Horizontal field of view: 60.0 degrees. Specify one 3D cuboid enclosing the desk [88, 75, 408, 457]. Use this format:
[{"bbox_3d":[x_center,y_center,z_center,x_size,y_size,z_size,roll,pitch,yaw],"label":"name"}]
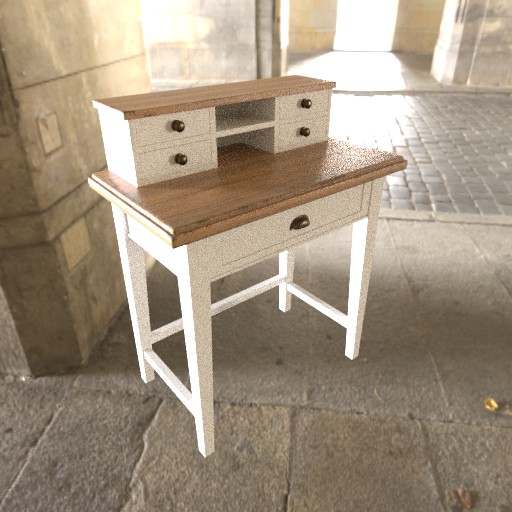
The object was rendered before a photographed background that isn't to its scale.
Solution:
[{"bbox_3d":[0.000,0.000,1.425,0.814,0.981,0.462,-22,36,-33],"label":"desk"}]
